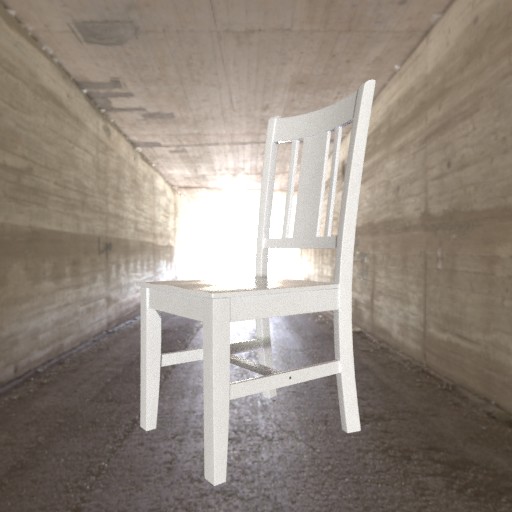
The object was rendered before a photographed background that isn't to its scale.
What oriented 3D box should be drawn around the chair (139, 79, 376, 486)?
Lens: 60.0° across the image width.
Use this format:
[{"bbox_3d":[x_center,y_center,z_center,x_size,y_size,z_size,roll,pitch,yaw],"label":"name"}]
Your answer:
[{"bbox_3d":[0.000,0.000,1.286,0.555,0.998,0.450,-1,1,-37],"label":"chair"}]
